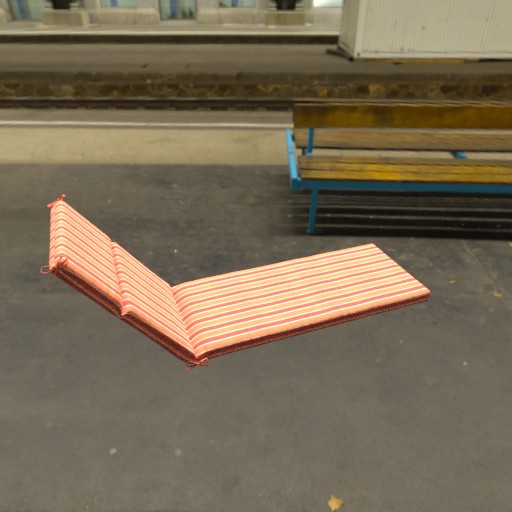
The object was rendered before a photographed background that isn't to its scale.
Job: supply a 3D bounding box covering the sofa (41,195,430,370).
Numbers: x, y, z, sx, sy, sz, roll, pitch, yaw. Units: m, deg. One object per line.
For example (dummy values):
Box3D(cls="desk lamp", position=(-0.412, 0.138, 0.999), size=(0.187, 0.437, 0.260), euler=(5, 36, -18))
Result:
Box3D(cls="sofa", position=(0.000, 0.000, 2.010), size=(1.663, 0.622, 0.582), euler=(-11, 33, -18))
